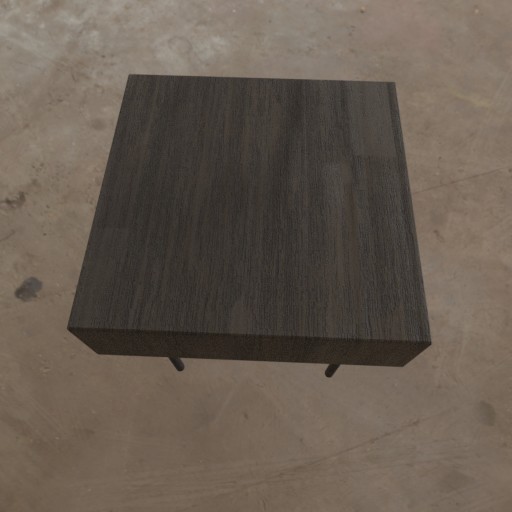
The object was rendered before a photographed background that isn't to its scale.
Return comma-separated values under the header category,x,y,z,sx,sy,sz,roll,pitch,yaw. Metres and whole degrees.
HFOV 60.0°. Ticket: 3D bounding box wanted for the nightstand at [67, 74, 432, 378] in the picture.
category,x,y,z,sx,sy,sz,roll,pitch,yaw
nightstand,0.000,0.000,0.939,0.503,0.497,0.502,2,63,1
